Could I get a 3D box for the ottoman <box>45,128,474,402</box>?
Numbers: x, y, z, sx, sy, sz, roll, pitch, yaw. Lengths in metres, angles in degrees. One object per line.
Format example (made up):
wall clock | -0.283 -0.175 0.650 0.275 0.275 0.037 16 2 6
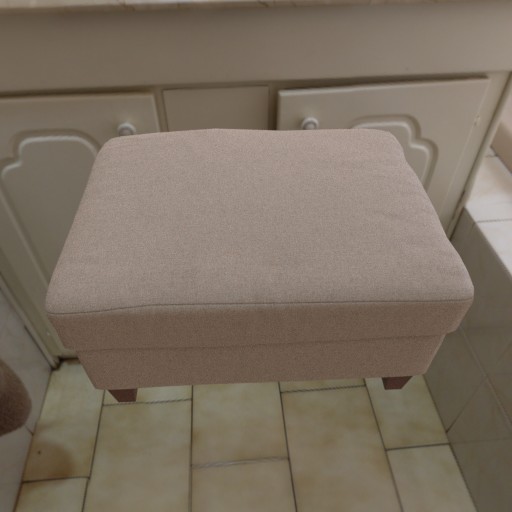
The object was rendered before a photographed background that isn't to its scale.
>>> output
ottoman | 0.000 0.000 1.262 0.902 0.511 0.692 -2 45 -2
